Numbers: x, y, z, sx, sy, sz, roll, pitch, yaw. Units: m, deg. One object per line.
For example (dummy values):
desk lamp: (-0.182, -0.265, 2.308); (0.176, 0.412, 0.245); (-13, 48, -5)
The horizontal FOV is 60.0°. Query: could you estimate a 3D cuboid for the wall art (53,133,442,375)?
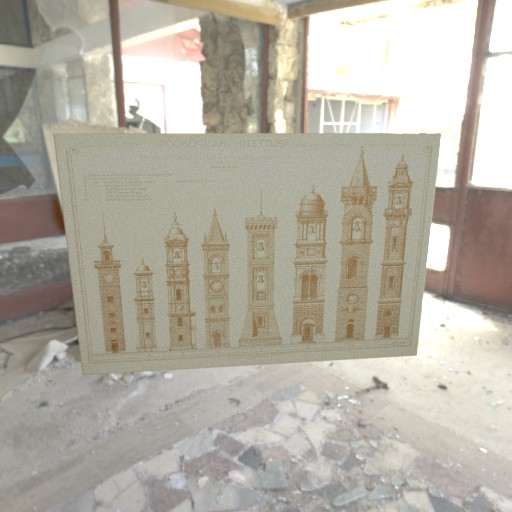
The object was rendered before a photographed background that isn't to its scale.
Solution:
wall art: (0.000, 0.000, 1.139); (0.915, 0.608, 0.033); (-2, 16, -6)
